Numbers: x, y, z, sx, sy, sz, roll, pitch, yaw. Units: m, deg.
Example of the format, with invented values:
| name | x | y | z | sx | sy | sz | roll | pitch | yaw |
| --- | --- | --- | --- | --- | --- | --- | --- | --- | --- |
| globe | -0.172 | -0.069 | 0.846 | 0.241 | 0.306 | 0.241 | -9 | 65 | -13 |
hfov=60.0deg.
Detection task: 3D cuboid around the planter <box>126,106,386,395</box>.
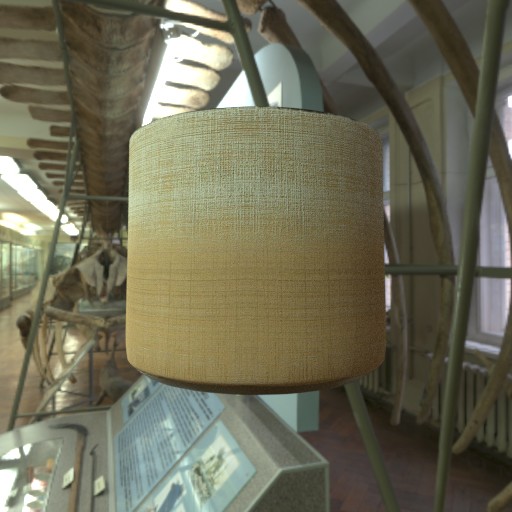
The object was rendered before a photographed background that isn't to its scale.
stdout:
| name | x | y | z | sx | sy | sz | roll | pitch | yaw |
| --- | --- | --- | --- | --- | --- | --- | --- | --- | --- |
| planter | 0.000 | 0.000 | 0.451 | 0.254 | 0.221 | 0.254 | 0 | -1 | 0 |
